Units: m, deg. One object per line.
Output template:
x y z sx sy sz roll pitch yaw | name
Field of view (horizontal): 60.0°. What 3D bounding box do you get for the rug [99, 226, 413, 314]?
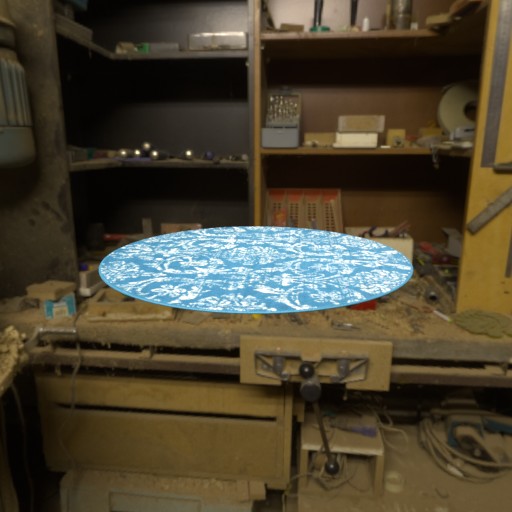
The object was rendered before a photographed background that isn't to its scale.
0.000 0.000 2.373 1.593 0.012 1.593 0 15 0 | rug
